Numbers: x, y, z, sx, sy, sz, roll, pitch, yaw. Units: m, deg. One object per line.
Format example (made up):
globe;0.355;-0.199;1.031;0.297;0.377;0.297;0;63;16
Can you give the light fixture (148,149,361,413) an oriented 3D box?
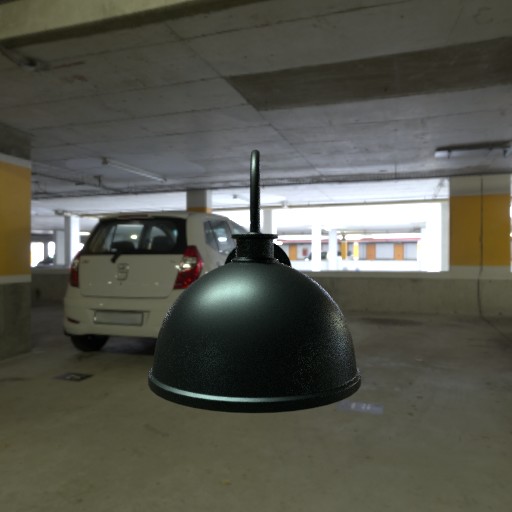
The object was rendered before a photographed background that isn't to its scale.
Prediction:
light fixture;0.000;0.000;0.647;0.253;0.295;0.467;0;0;1
